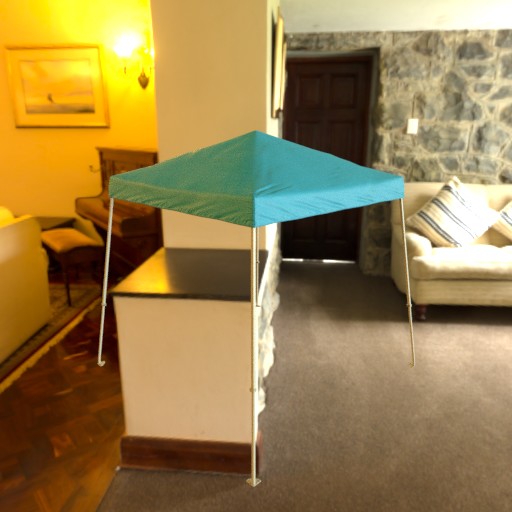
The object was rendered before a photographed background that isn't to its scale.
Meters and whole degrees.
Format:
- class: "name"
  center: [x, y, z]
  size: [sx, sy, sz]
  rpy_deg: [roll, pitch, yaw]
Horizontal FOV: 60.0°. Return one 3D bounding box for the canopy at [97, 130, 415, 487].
- class: "canopy"
  center: [0.000, 0.000, 5.228]
  size: [2.850, 2.850, 2.849]
  rpy_deg: [-15, 21, -42]
